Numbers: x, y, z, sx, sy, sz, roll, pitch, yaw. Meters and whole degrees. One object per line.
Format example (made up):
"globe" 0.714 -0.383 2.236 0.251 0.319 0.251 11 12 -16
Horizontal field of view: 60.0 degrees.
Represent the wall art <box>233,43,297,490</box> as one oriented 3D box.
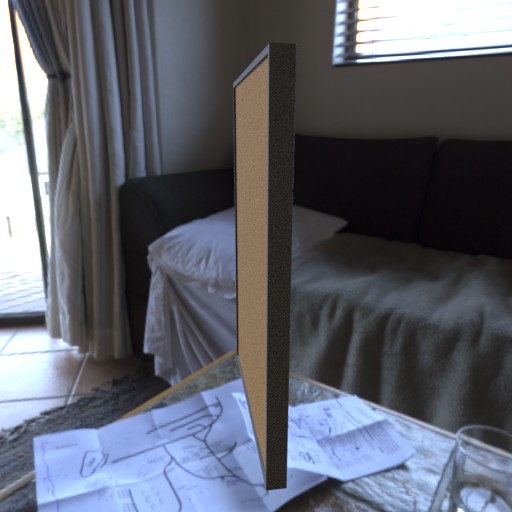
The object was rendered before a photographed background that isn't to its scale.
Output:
"wall art" 0.000 0.000 0.959 0.039 0.753 0.511 -2 16 -8
